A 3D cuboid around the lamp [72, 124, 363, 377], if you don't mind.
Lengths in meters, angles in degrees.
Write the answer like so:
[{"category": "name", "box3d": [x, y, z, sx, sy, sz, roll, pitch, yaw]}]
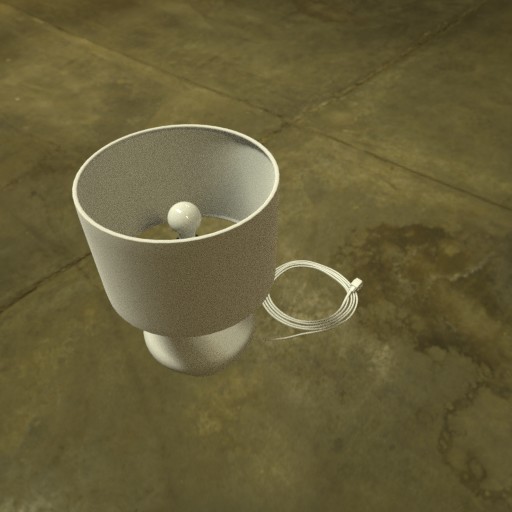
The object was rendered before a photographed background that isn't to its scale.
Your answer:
[{"category": "lamp", "box3d": [0.000, 0.000, 0.863, 0.546, 0.457, 0.401, -3, 45, -3]}]
